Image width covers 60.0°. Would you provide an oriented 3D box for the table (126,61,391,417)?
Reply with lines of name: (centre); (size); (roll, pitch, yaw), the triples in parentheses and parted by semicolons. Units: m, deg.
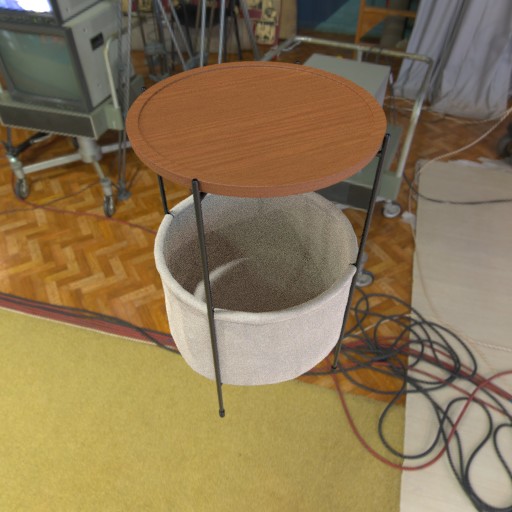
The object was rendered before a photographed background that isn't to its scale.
table: (0.000, 0.000, 0.887); (0.393, 0.623, 0.393); (-16, 47, -16)
